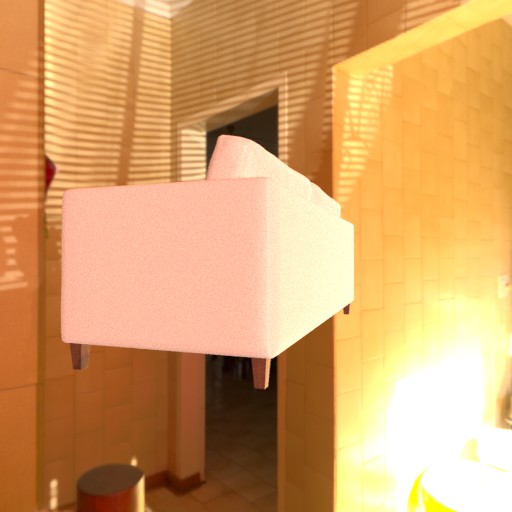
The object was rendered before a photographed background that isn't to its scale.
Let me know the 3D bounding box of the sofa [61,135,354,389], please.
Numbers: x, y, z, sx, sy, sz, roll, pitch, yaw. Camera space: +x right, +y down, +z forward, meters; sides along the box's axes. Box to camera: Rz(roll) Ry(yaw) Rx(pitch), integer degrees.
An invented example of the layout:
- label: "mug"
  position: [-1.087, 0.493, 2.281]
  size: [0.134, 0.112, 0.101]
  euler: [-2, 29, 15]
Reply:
- label: "sofa"
  position: [0.000, 0.000, 2.792]
  size: [0.951, 0.962, 2.361]
  euler: [0, 0, 19]
